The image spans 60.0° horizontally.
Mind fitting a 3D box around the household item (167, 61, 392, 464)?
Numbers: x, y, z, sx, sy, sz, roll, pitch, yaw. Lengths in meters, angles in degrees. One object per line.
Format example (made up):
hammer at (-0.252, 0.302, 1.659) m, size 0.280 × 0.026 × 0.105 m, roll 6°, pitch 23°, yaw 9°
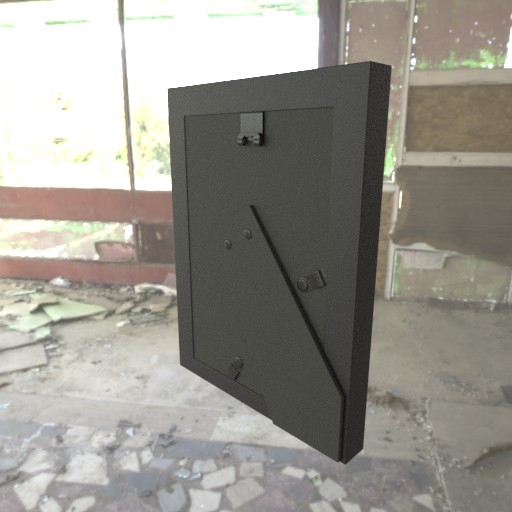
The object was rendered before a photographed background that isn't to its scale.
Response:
household item at (0.000, 0.000, 0.237) m, size 0.022 × 0.178 × 0.133 m, roll -15°, pitch 21°, yaw -43°
